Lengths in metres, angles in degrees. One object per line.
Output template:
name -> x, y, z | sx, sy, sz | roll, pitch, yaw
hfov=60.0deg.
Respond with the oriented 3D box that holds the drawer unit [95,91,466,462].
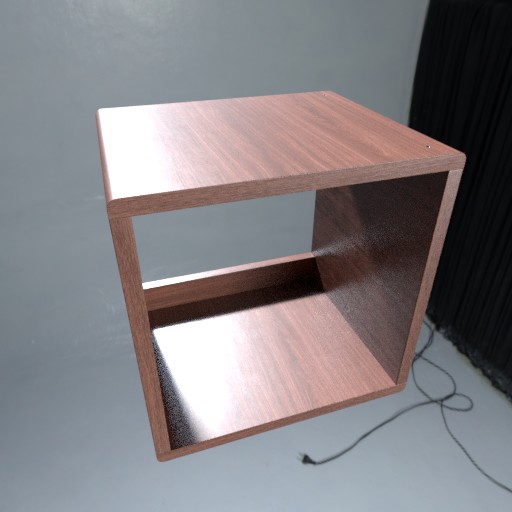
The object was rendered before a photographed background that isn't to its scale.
drawer unit -> 0.000, 0.000, 0.606 | 0.349, 0.351, 0.290 | -10, 34, -16
